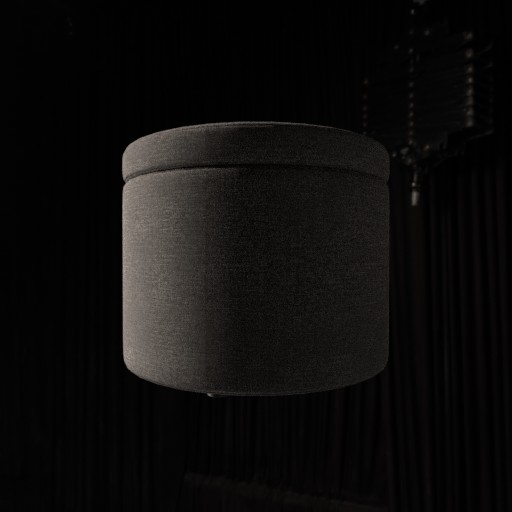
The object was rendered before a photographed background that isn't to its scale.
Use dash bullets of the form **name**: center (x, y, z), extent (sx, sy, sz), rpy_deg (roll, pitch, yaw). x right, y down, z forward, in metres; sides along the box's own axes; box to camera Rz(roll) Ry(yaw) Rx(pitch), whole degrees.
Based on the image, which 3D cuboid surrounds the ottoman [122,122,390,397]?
- **ottoman**: center (0.000, 0.000, 0.869), extent (0.500, 0.419, 0.500), rpy_deg (0, 1, 0)
